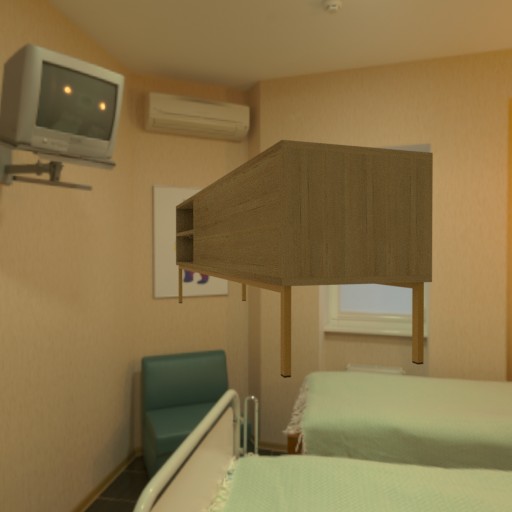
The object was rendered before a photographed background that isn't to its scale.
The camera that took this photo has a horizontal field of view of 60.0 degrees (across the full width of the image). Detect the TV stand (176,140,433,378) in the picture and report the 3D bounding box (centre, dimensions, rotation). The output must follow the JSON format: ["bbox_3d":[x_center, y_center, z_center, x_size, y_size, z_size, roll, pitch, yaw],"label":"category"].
[{"bbox_3d":[0.000,0.000,1.838,0.420,0.550,1.600,0,1,-19],"label":"TV stand"}]
